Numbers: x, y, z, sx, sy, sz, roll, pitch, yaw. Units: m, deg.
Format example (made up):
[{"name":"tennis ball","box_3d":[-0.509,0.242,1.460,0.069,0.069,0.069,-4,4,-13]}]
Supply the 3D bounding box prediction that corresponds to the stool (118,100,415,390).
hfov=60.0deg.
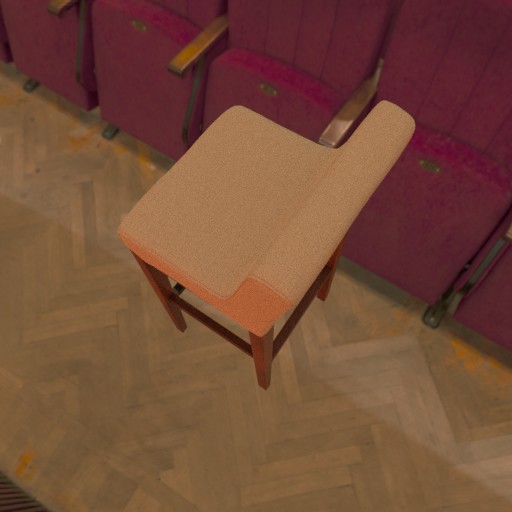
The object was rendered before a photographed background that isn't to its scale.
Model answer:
[{"name":"stool","box_3d":[0.000,0.000,1.339,0.500,1.037,0.511,31,67,15]}]
